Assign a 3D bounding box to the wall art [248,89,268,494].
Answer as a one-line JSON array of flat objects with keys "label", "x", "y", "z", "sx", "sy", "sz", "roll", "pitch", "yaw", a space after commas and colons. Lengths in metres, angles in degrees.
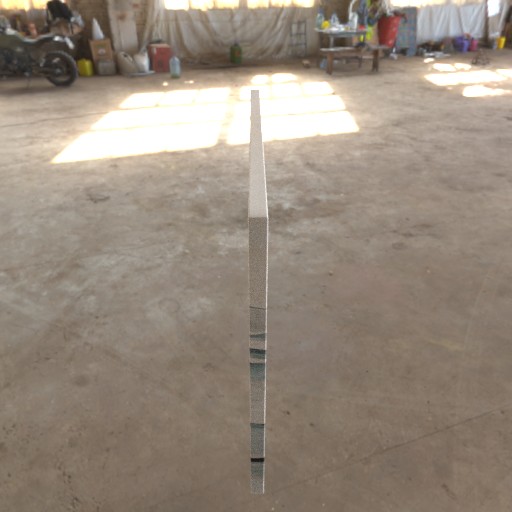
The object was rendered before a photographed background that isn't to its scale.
[{"label": "wall art", "x": 0.000, "y": 0.000, "z": 1.597, "sx": 0.039, "sy": 0.915, "sz": 1.219, "roll": 0, "pitch": 31, "yaw": 0}]
